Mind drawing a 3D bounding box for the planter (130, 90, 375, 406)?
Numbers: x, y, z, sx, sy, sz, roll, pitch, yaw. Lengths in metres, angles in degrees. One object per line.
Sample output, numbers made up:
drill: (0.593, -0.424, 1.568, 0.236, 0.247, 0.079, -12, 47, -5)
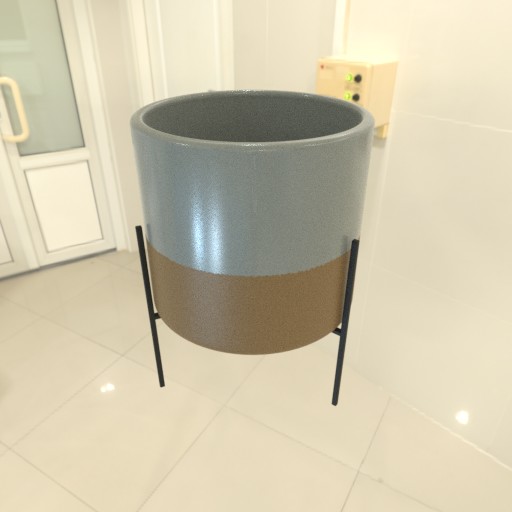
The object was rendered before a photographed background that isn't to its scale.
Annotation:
planter: (0.000, 0.000, 0.754, 0.360, 0.480, 0.348, 21, 37, 32)
